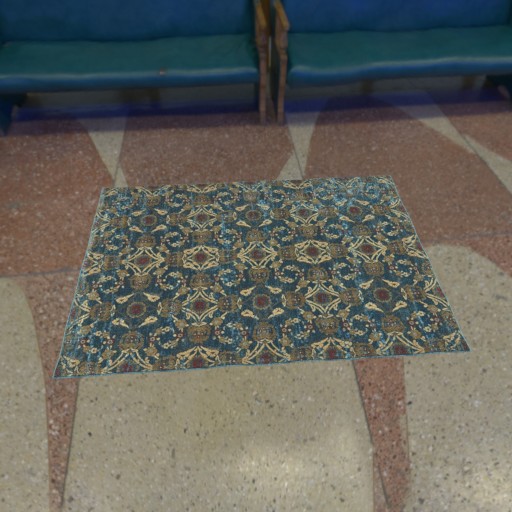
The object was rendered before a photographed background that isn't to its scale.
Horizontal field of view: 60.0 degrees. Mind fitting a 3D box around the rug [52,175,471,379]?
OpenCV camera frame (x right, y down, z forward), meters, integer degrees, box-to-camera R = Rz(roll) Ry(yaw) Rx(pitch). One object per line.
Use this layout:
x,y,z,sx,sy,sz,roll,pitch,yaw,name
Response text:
0.000,0.000,2.858,2.207,0.014,1.567,-3,47,-3,rug
